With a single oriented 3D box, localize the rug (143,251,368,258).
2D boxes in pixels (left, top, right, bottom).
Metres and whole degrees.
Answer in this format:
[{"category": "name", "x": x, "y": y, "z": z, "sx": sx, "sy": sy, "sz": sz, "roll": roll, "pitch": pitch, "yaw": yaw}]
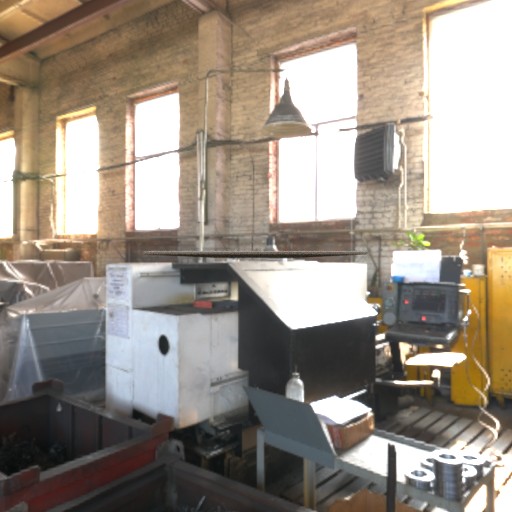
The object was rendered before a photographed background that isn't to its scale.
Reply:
[{"category": "rug", "x": 0.000, "y": 0.000, "z": 2.722, "sx": 0.769, "sy": 0.012, "sz": 2.448, "roll": 0, "pitch": -1, "yaw": 0}]
